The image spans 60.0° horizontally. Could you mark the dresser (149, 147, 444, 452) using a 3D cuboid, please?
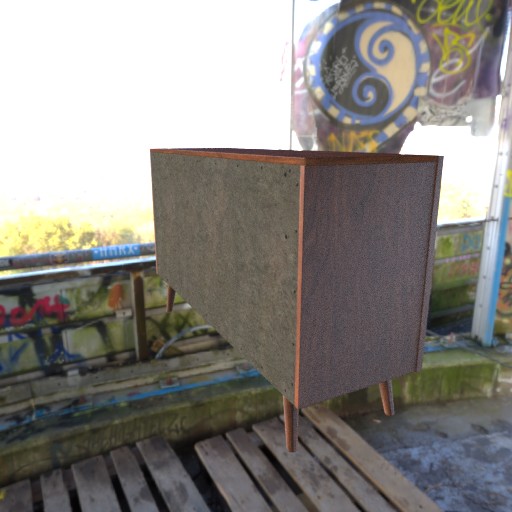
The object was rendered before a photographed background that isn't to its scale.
[{"bbox_3d":[0.000,0.000,1.919,0.500,0.889,1.472,-8,16,-26],"label":"dresser"}]
